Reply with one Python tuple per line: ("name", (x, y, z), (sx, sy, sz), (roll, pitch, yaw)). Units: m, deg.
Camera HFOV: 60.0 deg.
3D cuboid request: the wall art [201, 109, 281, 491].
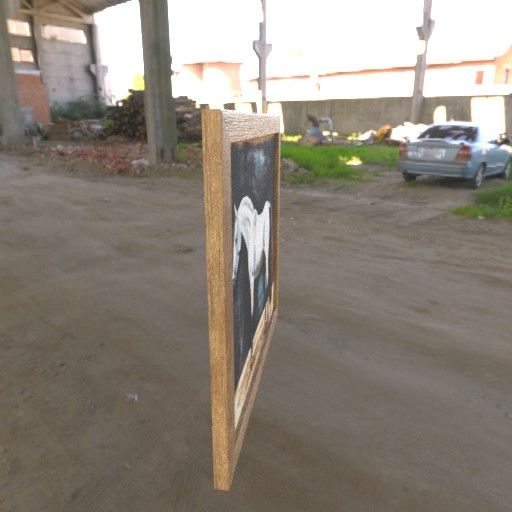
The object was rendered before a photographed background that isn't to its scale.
("wall art", (0.000, 0.000, 0.960), (0.026, 0.588, 0.690), (3, 17, 9))
